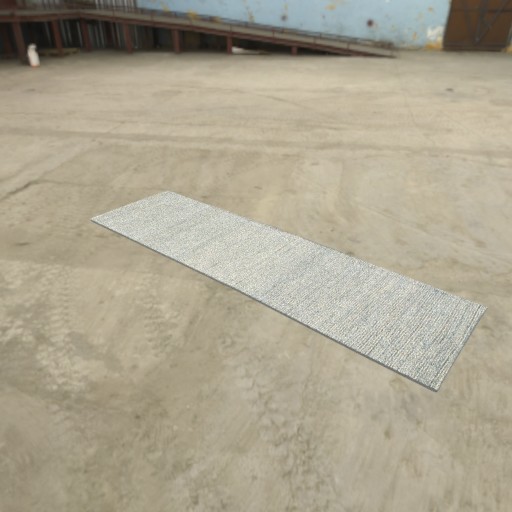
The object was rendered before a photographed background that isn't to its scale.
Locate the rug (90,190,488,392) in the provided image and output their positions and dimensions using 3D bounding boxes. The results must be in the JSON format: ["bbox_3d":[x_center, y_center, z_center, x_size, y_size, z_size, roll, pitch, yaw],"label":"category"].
[{"bbox_3d":[0.000,0.000,2.533,2.341,0.037,0.675,23,37,34],"label":"rug"}]
